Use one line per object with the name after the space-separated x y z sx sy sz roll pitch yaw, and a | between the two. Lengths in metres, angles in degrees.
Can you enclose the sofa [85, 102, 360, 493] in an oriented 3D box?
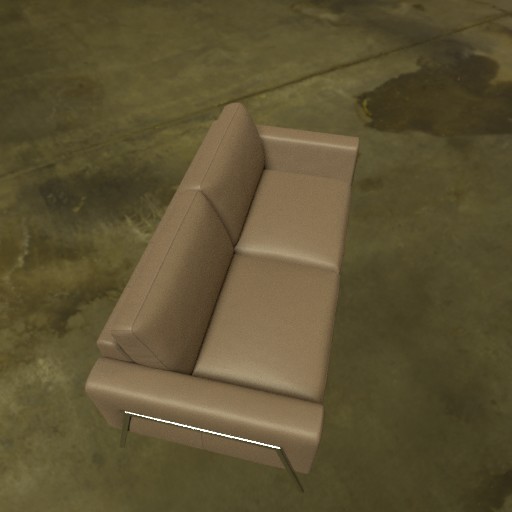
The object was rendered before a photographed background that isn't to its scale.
0.000 0.000 2.452 0.953 0.875 2.017 10 49 8 | sofa
